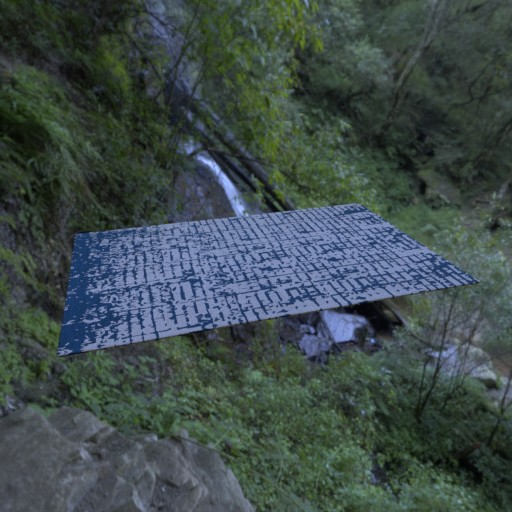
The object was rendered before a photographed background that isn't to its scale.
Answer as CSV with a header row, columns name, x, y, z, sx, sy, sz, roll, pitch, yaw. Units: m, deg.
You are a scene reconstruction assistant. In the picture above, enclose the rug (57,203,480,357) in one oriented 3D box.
name,x,y,z,sx,sy,sz,roll,pitch,yaw
rug,0.000,0.000,3.062,2.435,0.011,1.517,-8,27,-15
